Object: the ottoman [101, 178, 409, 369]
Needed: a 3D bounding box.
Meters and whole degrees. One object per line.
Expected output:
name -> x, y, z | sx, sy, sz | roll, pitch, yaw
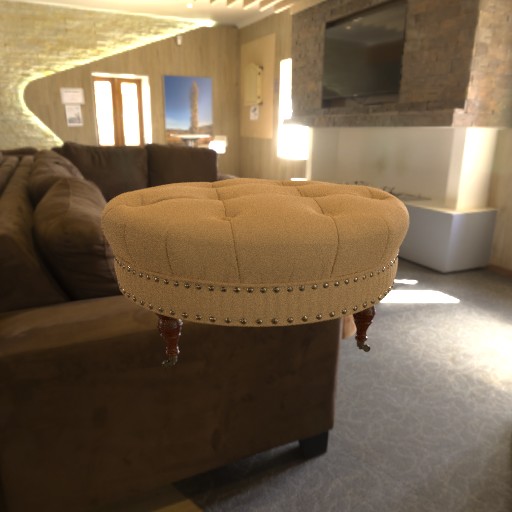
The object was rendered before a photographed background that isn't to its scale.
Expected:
ottoman -> 0.000, 0.000, 1.400 | 0.901, 0.439, 0.901 | 0, 16, 0
